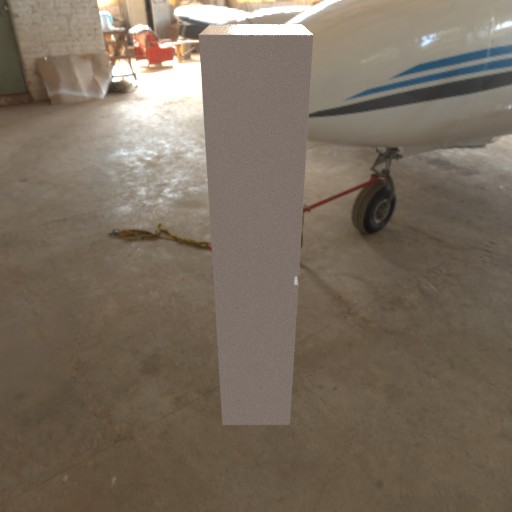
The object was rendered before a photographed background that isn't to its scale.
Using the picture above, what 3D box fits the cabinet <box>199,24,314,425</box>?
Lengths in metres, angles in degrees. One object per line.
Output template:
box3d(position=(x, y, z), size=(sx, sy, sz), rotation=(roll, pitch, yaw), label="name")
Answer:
box3d(position=(0.000, 0.000, 1.532), size=(0.269, 1.400, 0.300), rotation=(0, 32, 0), label="cabinet")
